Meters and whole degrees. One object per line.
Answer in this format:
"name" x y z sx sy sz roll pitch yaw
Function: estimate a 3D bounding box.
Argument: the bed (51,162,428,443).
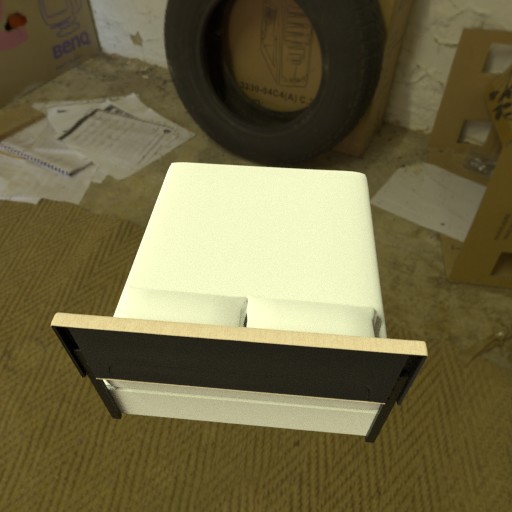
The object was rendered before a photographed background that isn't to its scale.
"bed" 0.000 0.000 2.829 1.616 1.016 1.876 4 48 4
